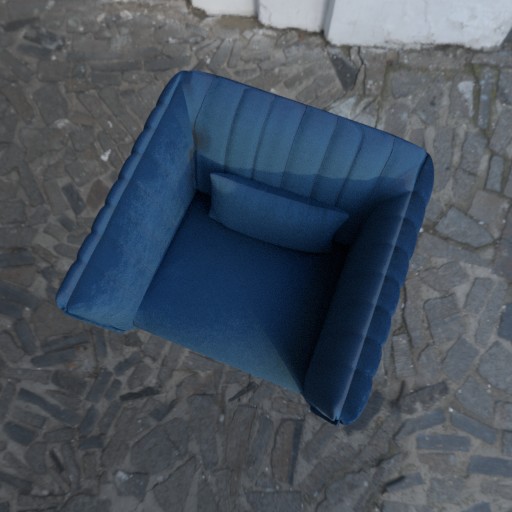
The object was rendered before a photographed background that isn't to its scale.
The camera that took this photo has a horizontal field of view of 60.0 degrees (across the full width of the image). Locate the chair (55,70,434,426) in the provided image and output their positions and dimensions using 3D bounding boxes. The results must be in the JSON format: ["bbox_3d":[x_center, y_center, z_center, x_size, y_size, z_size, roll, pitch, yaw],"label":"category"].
[{"bbox_3d":[0.000,0.000,1.624,0.947,0.793,0.877,21,76,6],"label":"chair"}]
